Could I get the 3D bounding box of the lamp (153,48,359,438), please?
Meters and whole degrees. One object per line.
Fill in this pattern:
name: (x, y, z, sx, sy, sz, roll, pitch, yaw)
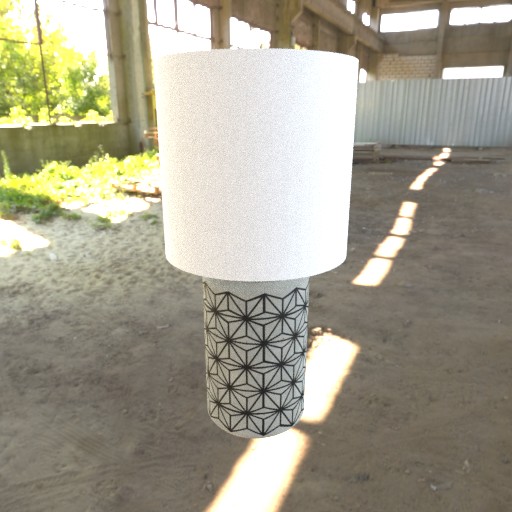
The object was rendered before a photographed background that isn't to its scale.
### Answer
lamp: (0.000, 0.000, 0.518, 0.206, 0.416, 0.206, -3, 18, -8)
